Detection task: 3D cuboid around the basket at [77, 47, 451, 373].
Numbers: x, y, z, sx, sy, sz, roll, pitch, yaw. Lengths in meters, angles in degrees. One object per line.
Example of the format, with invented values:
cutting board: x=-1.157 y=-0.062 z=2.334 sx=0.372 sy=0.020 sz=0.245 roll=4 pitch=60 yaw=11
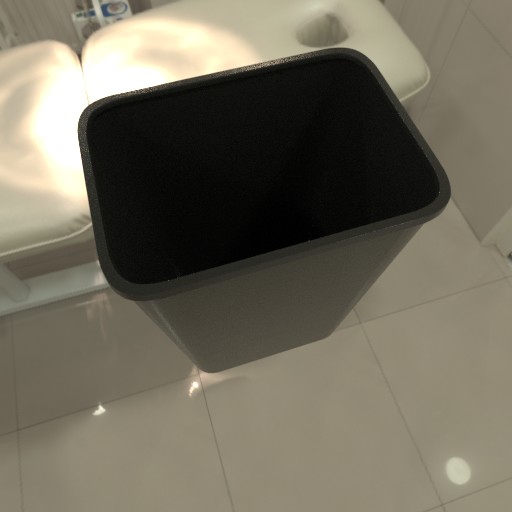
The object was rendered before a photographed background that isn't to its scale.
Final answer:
basket: x=0.000 y=0.000 z=0.745 sx=0.394 sy=0.521 sz=0.287 roll=-16 pitch=63 yaw=-8
